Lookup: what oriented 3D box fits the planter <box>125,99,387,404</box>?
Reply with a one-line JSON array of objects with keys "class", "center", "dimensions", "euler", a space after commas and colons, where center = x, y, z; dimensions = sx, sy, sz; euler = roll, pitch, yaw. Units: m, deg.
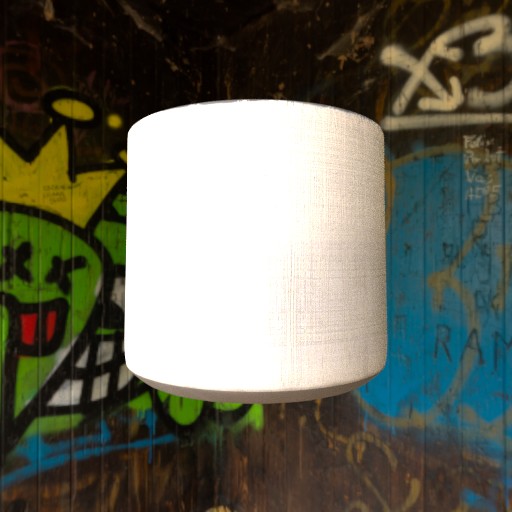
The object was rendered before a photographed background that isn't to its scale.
[{"class": "planter", "center": [0.000, 0.000, 0.390], "dimensions": [0.221, 0.201, 0.221], "euler": [0, -1, 0]}]
